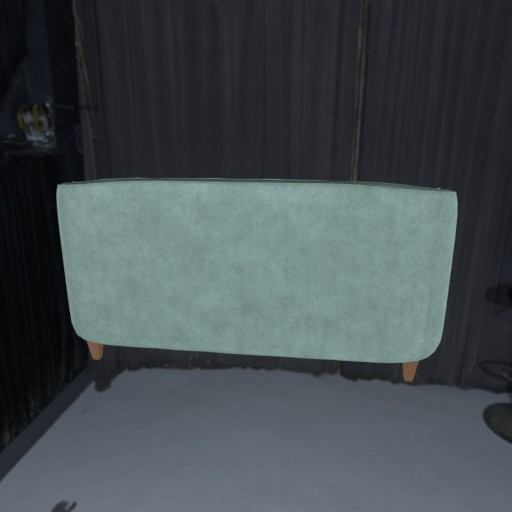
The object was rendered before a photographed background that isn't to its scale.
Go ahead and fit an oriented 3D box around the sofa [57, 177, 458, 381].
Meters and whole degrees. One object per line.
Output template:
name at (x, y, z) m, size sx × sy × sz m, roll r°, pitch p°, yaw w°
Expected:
sofa at (0.000, 0.000, 2.223) m, size 1.733 × 0.855 × 0.941 m, roll 2°, pitch 16°, yaw 7°
